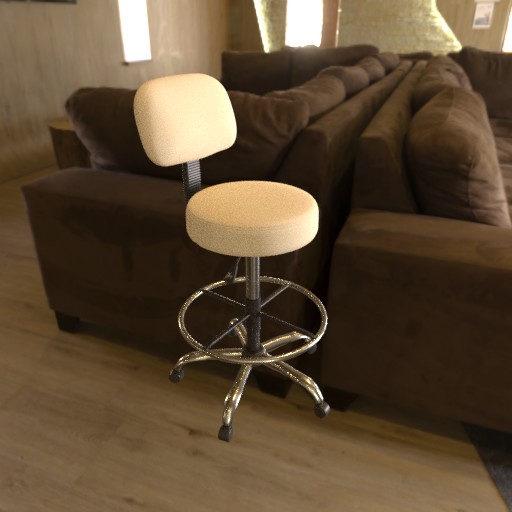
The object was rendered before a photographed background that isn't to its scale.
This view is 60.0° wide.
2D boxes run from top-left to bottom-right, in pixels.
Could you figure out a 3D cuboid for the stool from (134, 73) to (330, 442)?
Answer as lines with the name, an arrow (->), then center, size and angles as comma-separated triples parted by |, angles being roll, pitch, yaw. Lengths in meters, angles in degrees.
stool -> 0.000, 0.000, 1.458 | 0.616, 1.080, 0.609 | 18, 32, 32
